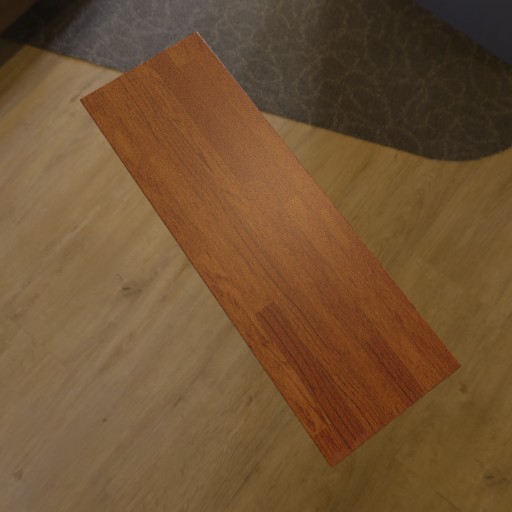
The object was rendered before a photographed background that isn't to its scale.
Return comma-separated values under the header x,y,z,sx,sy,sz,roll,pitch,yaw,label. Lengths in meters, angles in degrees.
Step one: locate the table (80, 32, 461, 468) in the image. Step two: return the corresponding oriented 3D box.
x,y,z,sx,sy,sz,roll,pitch,yaw,label
0.000,0.000,1.553,0.408,0.740,1.204,-34,78,-8,table
